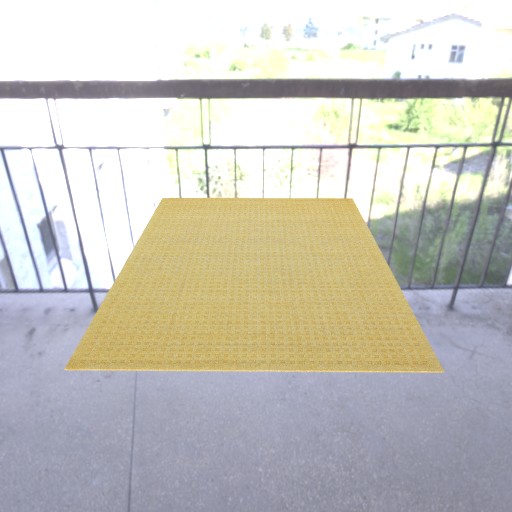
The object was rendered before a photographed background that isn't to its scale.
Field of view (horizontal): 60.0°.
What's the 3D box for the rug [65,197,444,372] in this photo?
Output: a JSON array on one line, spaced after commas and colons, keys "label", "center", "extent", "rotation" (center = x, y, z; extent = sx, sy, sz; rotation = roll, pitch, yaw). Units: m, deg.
[{"label": "rug", "center": [0.000, 0.000, 4.340], "extent": [2.486, 0.015, 3.242], "rotation": [0, 28, 0]}]
